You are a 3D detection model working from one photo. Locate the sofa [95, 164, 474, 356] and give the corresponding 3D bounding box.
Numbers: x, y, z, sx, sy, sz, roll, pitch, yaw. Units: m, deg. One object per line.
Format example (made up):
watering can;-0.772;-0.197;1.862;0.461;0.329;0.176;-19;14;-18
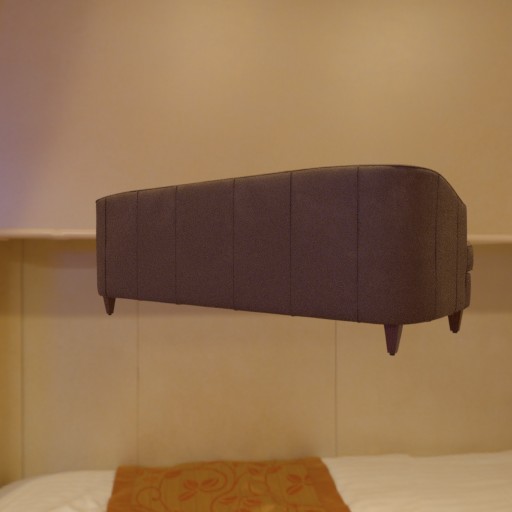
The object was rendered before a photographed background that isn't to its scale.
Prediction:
sofa;0.000;0.000;2.629;2.227;0.787;0.927;0;1;37
